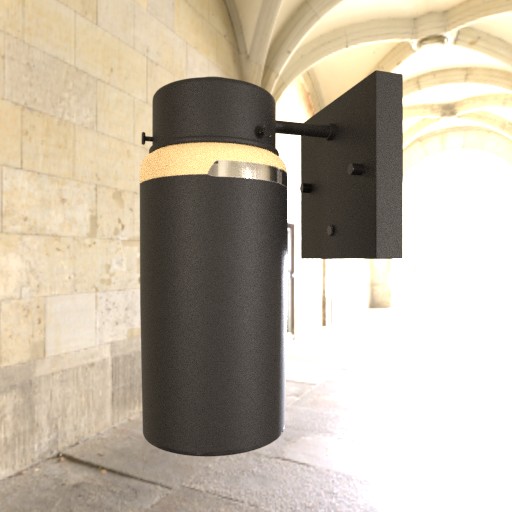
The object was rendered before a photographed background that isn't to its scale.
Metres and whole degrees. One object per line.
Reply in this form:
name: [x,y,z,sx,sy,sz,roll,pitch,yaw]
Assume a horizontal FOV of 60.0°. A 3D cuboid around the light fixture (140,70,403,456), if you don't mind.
light fixture: [0.000,0.000,0.345,0.176,0.257,0.130,0,0,-18]
